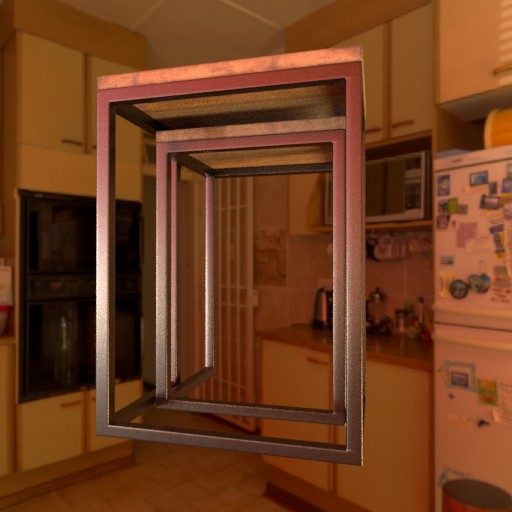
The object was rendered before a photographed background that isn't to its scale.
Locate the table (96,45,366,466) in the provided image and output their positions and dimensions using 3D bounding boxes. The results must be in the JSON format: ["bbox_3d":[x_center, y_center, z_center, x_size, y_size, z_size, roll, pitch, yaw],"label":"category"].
[{"bbox_3d":[0.000,0.000,0.915,0.456,0.615,0.460,0,-1,17],"label":"table"}]
